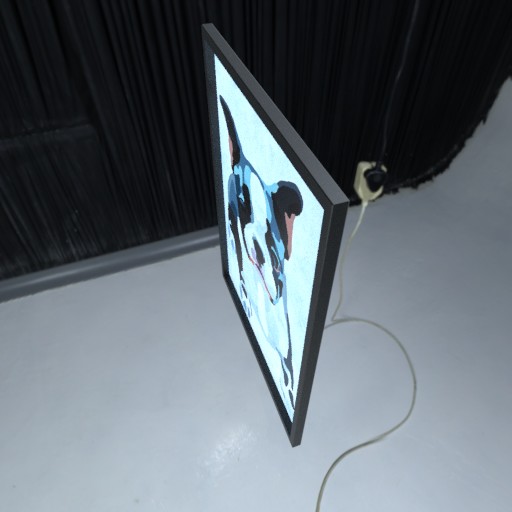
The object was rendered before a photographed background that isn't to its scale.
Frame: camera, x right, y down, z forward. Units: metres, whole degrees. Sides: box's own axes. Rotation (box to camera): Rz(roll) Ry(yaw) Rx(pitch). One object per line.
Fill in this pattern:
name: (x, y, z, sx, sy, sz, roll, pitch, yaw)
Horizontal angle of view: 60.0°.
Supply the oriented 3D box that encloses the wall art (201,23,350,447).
wall art: (0.000, 0.000, 1.306, 0.030, 1.027, 0.774, -15, 49, -13)
